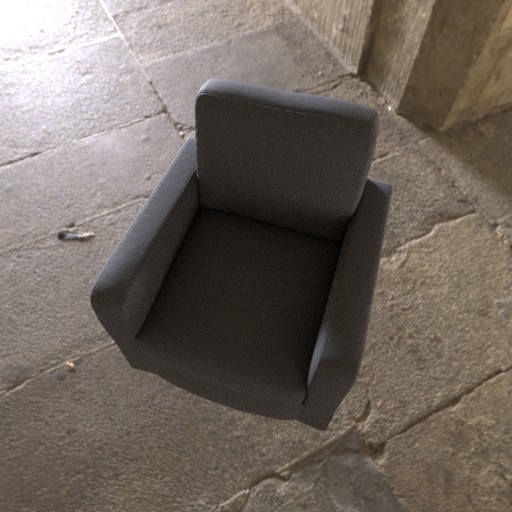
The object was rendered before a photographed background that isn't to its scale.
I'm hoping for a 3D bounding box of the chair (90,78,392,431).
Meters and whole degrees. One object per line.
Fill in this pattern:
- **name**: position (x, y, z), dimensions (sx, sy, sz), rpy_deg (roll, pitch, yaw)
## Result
- **chair**: position (0.000, 0.000, 1.516), dimensions (0.798, 0.855, 0.863), rpy_deg (15, 61, 9)
